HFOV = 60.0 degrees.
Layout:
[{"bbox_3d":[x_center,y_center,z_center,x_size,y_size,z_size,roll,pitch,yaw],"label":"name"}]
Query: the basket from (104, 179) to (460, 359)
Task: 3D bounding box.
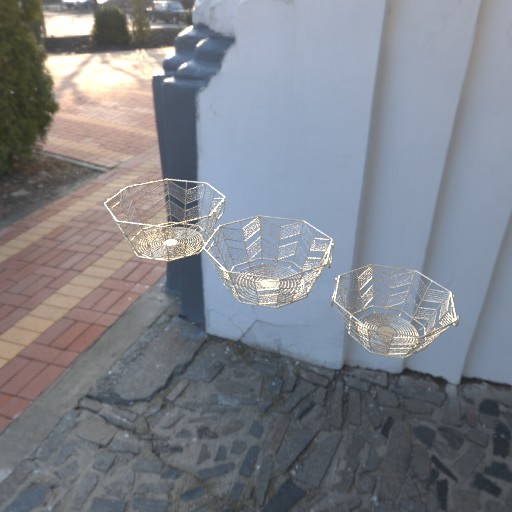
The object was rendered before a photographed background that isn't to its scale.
[{"bbox_3d":[0.000,0.000,1.429,1.246,0.178,0.432,21,36,31],"label":"basket"}]
